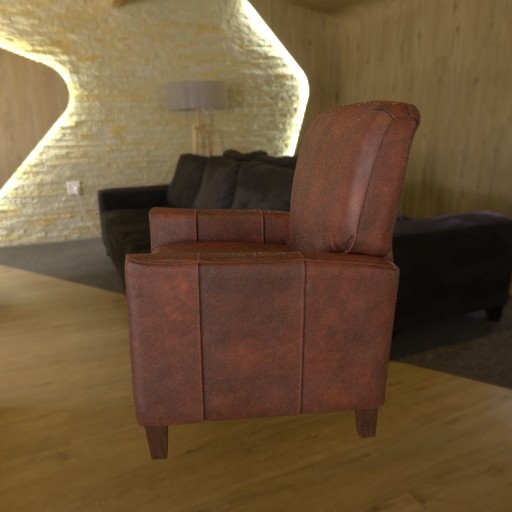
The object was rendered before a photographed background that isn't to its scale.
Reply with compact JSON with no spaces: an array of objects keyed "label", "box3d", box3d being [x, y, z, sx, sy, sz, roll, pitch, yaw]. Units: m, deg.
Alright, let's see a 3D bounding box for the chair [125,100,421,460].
[{"label":"chair","box3d":[0.000,0.000,1.593,0.836,1.043,0.843,-2,16,-8]}]
